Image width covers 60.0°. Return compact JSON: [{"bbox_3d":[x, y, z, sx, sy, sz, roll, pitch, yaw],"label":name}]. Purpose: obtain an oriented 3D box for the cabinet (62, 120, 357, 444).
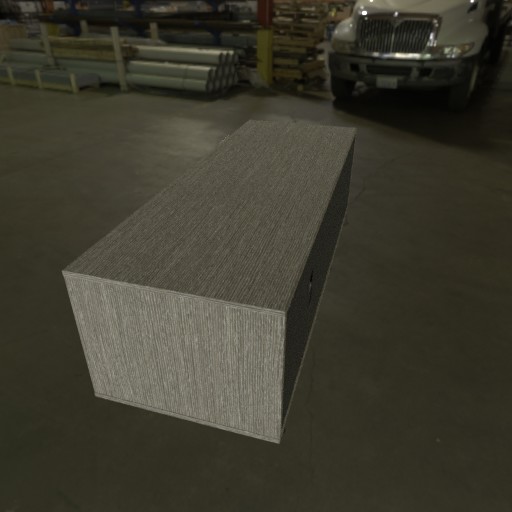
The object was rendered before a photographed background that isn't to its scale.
[{"bbox_3d":[0.000,0.000,1.551,0.500,0.599,1.300,9,32,14],"label":"cabinet"}]
